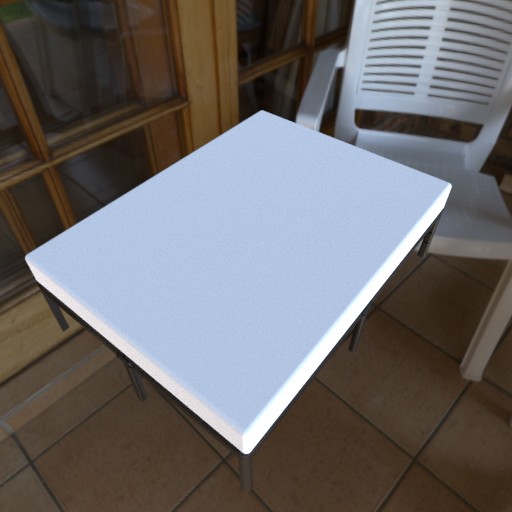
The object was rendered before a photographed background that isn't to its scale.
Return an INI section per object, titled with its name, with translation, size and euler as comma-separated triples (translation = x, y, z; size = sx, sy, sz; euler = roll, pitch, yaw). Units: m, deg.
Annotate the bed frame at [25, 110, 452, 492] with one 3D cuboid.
[bed frame]
translation = 0.000, 0.000, 2.791
size = 1.557, 0.659, 2.072
euler = 30, 53, 26
